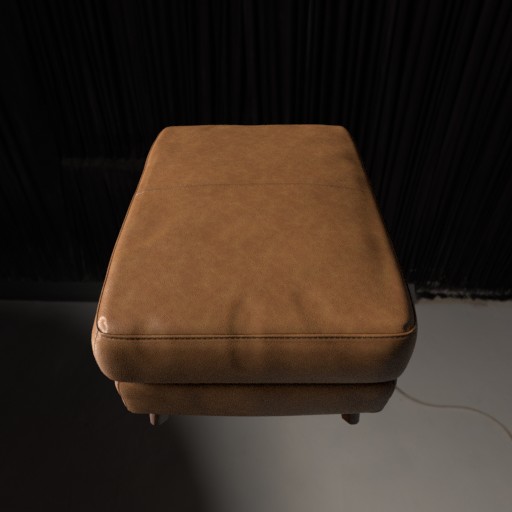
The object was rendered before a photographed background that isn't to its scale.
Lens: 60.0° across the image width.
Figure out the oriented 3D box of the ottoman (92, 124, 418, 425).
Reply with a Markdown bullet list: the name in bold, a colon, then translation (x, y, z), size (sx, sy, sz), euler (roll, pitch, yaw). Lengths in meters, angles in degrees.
- **ottoman**: translation (0.000, 0.000, 1.196), size (0.630, 0.461, 0.869), euler (0, 41, 0)
